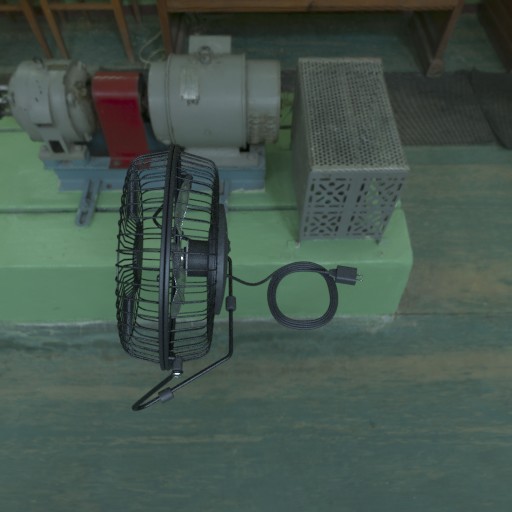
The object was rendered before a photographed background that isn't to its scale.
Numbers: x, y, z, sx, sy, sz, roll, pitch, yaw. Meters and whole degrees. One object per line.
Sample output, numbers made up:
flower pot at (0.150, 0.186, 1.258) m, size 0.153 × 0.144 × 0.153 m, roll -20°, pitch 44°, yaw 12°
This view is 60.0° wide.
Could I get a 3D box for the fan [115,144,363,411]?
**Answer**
fan at (0.000, 0.000, 0.374) m, size 0.227 × 0.188 × 0.209 m, roll -2°, pitch 58°, yaw -1°
